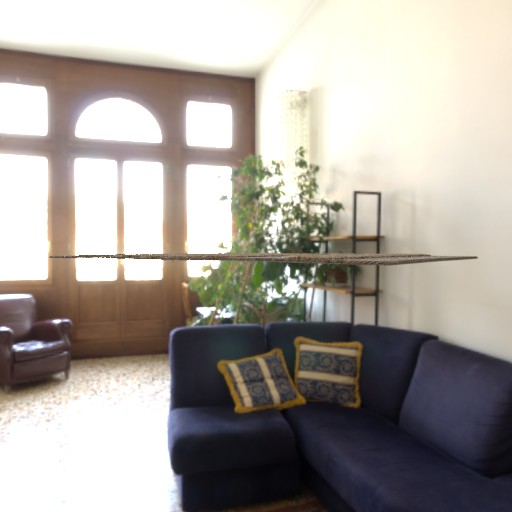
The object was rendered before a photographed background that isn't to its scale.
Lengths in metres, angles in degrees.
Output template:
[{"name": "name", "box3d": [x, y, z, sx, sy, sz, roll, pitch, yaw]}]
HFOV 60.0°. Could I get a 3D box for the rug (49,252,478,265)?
[{"name": "rug", "box3d": [0.000, 0.000, 2.864, 2.333, 0.033, 1.513, 1, 1, 37]}]
